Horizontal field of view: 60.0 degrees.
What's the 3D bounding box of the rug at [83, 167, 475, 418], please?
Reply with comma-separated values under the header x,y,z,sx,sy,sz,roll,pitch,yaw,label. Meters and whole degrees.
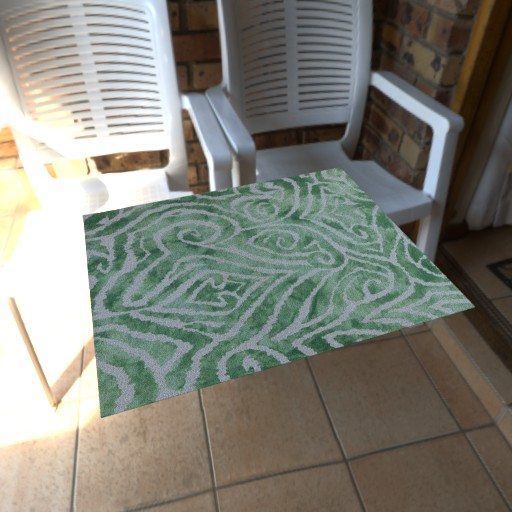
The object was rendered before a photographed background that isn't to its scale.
x,y,z,sx,sy,sz,roll,pitch,yaw,label
0.000,0.000,4.208,3.045,0.007,2.436,-13,43,-14,rug
